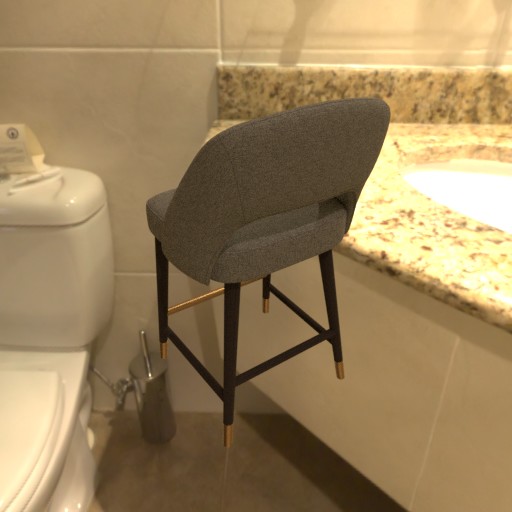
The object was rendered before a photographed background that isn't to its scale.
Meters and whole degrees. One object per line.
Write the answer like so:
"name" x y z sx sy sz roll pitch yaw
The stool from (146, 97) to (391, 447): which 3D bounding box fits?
"stool" 0.000 0.000 1.250 0.536 0.925 0.524 -20 36 -29
